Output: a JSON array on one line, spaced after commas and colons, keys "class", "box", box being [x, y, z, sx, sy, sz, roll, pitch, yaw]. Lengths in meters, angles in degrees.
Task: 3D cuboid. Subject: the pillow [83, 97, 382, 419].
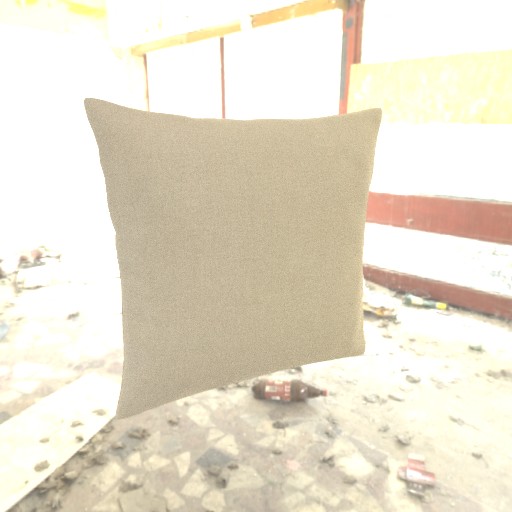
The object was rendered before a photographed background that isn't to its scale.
[{"class": "pillow", "box": [0.000, 0.000, 0.780, 0.523, 0.510, 0.166, -7, 17, -25]}]
